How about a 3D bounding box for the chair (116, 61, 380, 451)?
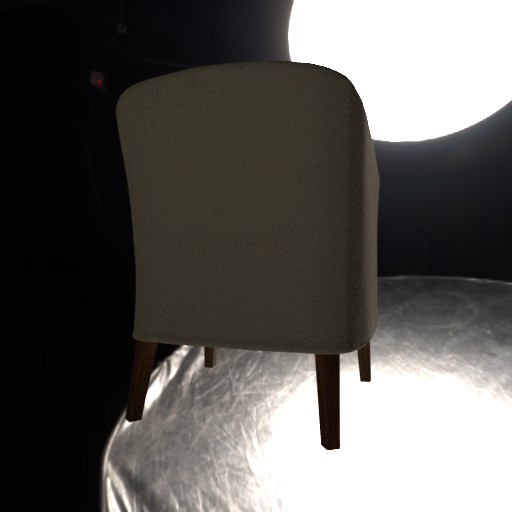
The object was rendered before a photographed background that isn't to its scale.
[{"bbox_3d":[0.000,0.000,1.254,0.643,0.822,0.657,0,1,19],"label":"chair"}]
